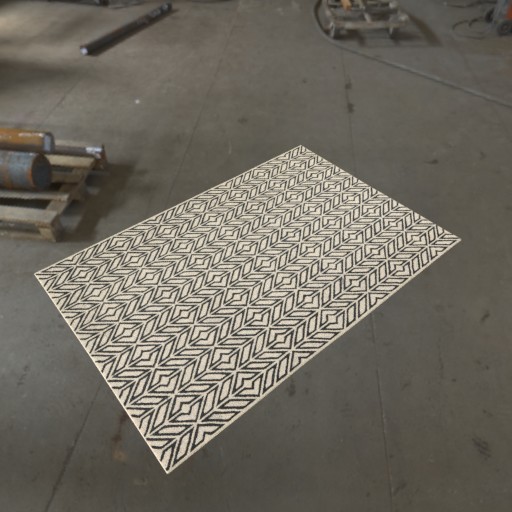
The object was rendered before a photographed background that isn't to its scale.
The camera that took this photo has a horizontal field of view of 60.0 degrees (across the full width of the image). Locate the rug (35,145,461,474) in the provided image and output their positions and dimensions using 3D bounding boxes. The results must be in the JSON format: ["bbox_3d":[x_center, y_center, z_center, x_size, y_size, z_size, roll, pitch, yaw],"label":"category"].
[{"bbox_3d":[0.000,0.000,2.268,1.828,0.007,1.220,-31,53,-27],"label":"rug"}]
